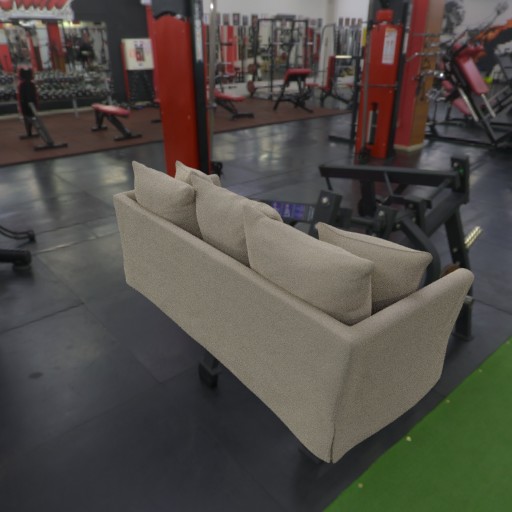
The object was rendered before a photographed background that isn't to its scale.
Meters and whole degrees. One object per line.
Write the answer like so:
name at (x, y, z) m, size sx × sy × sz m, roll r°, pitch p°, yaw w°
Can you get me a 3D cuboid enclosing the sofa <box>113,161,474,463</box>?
sofa at (0.000, 0.000, 3.040) m, size 1.046 × 1.047 × 2.499 m, roll -19°, pitch 32°, yaw -34°
